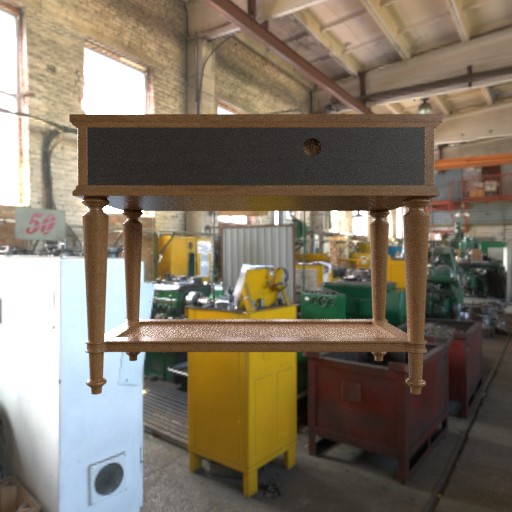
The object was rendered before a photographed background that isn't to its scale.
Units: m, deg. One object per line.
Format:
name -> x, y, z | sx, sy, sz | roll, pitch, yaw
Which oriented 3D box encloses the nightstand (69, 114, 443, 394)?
nightstand -> 0.000, 0.000, 1.306 | 0.914, 0.700, 0.432 | 0, 1, 0
